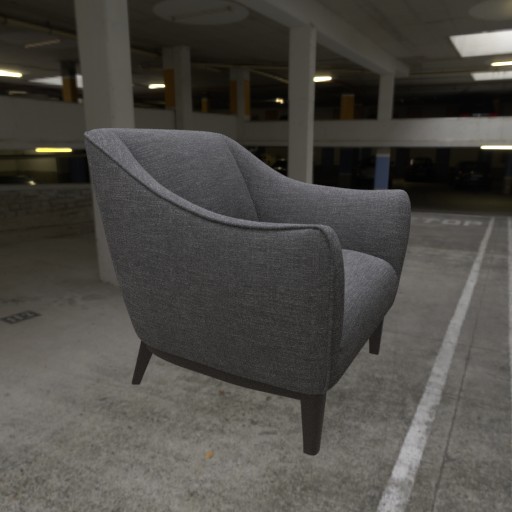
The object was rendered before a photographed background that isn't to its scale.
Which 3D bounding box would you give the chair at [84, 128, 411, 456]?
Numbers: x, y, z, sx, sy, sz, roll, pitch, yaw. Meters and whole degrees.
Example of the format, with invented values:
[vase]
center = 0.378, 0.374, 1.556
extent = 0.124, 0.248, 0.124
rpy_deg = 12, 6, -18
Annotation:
[chair]
center = 0.000, 0.000, 1.495
extent = 0.851, 0.829, 0.870
rpy_deg = 8, 16, 28
